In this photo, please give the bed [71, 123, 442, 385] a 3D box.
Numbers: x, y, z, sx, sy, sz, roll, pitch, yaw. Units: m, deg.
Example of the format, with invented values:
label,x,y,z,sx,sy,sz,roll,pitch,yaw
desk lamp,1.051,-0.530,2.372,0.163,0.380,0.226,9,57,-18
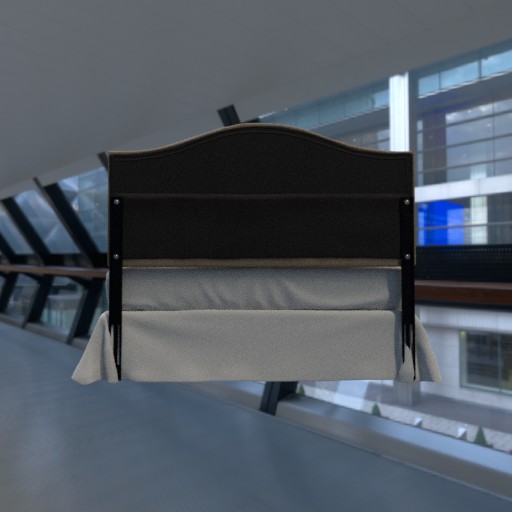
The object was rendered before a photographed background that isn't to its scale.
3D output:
label,x,y,z,sx,sy,sz,roll,pitch,yaw
bed,0.000,0.000,3.838,2.311,1.651,2.222,0,-2,0
